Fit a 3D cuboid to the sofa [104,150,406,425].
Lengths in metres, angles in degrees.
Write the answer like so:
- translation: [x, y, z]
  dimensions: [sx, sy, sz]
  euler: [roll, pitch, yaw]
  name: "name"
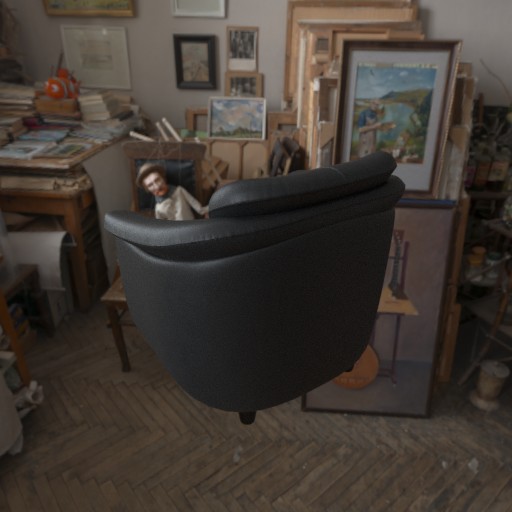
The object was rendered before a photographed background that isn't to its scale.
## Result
- translation: [0.000, 0.000, 1.533]
  dimensions: [0.870, 0.811, 0.794]
  euler: [-17, 33, -29]
  name: "sofa"
